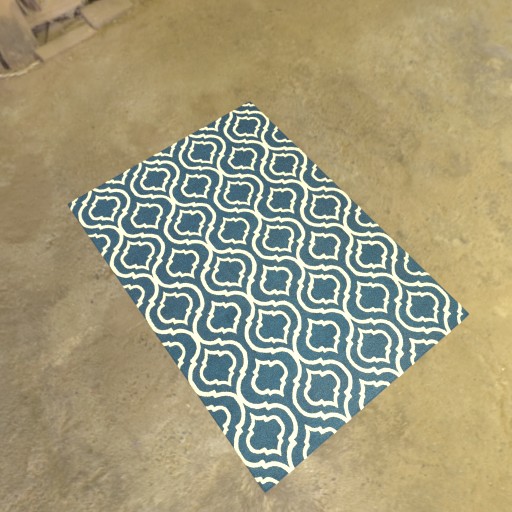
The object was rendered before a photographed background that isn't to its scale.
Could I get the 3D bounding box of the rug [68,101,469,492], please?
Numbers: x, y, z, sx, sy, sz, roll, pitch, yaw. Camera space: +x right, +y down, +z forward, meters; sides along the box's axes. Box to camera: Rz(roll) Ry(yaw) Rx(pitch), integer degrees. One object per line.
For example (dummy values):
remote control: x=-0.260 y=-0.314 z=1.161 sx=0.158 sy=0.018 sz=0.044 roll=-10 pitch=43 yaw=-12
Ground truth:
rug: x=0.000 y=0.000 z=2.769 sx=1.524 sy=0.010 sz=2.134 roll=-34 pitch=68 yaw=-16
